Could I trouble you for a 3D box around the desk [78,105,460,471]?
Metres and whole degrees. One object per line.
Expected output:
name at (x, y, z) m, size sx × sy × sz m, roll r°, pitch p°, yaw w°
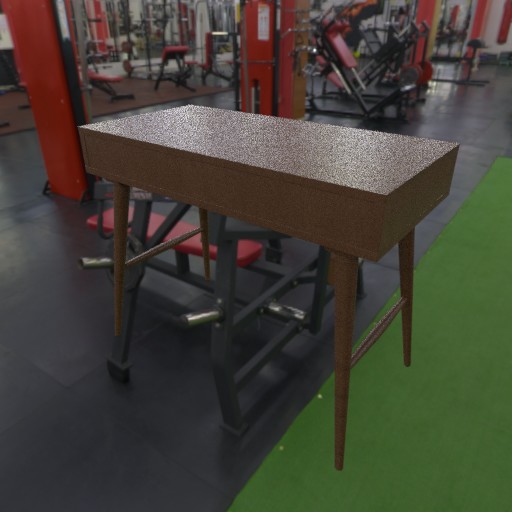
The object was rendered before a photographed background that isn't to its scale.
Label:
desk at (0.000, 0.000, 1.394) m, size 0.949 × 0.758 × 0.510 m, roll 20°, pitch 34°, yaw 32°
